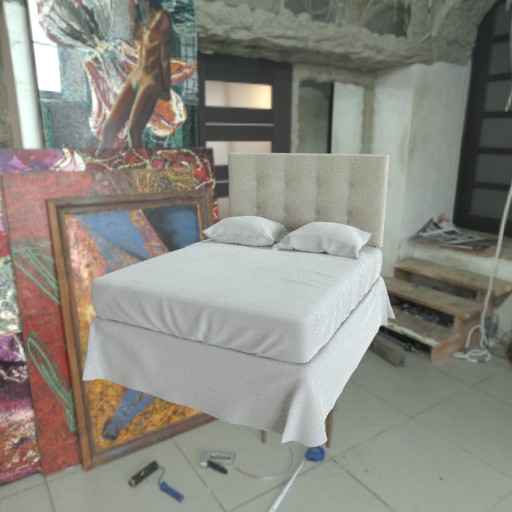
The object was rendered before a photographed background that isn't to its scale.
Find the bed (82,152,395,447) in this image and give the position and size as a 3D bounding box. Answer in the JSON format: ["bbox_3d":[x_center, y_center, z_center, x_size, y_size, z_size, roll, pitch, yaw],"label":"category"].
[{"bbox_3d":[0.000,0.000,3.595,1.936,1.577,2.222,7,16,26],"label":"bed"}]
